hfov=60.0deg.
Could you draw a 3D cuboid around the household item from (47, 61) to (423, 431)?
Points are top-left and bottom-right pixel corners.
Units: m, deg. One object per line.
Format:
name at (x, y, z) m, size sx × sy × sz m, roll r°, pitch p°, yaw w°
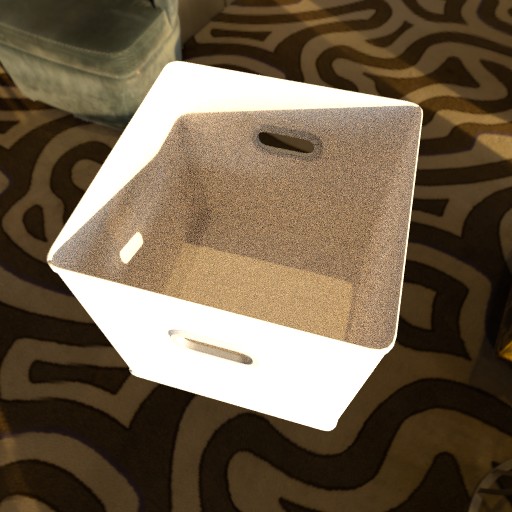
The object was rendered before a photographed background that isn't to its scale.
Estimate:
household item at (0.000, 0.000, 0.565) m, size 0.305 × 0.305 × 0.305 m, roll 13°, pitch 59°, yaw 8°
